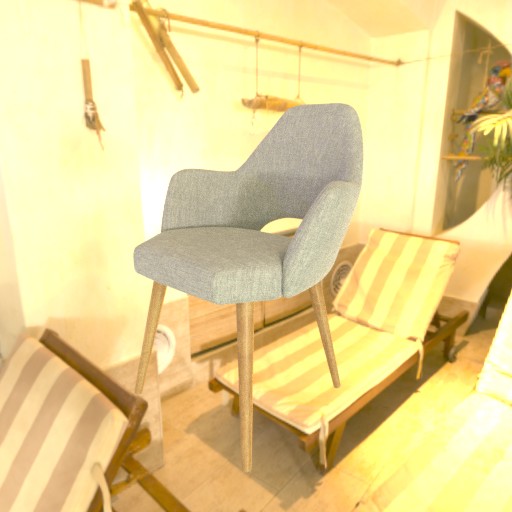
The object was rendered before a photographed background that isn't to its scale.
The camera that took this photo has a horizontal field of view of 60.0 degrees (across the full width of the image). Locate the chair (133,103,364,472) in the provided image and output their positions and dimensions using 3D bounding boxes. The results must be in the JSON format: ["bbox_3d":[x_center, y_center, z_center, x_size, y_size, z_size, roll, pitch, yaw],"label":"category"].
[{"bbox_3d":[0.000,0.000,1.256,0.590,0.840,0.610,15,21,42],"label":"chair"}]
